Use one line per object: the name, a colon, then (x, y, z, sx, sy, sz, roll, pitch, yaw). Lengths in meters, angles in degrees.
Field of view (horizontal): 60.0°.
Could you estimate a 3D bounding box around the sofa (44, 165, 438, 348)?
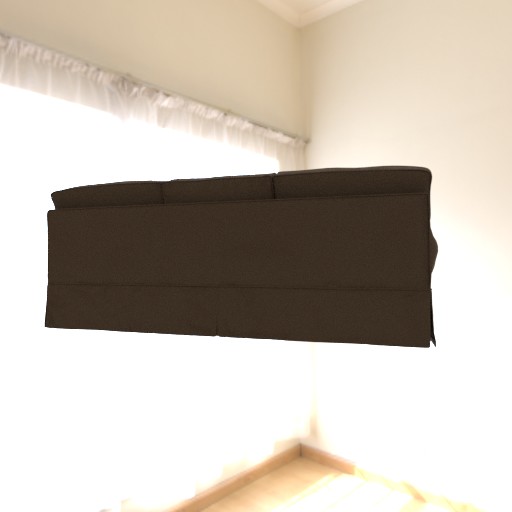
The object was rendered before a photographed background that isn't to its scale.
sofa: (0.000, 0.000, 3.389, 2.475, 0.978, 1.733, 0, -1, 17)
